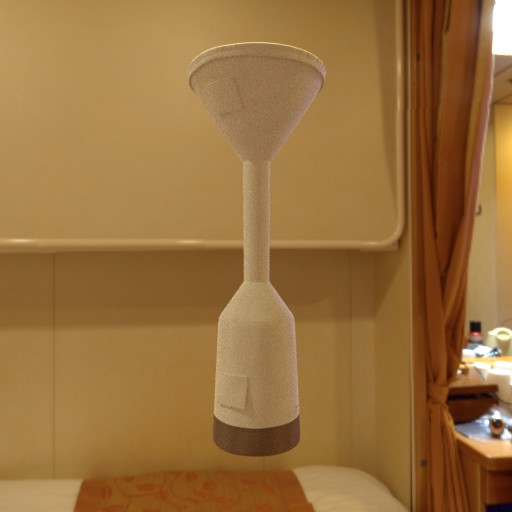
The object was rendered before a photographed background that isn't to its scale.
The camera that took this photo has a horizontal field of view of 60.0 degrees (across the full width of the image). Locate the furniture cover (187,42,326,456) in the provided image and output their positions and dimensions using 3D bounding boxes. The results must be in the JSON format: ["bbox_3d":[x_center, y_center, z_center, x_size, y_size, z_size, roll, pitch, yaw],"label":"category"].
[{"bbox_3d":[0.000,0.000,2.938,0.914,2.413,0.914,0,0,35],"label":"furniture cover"}]
